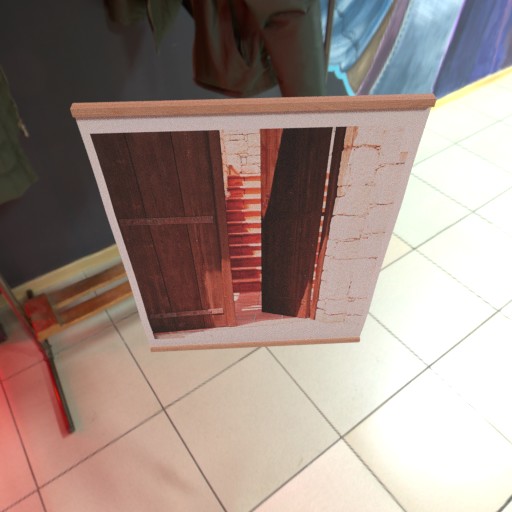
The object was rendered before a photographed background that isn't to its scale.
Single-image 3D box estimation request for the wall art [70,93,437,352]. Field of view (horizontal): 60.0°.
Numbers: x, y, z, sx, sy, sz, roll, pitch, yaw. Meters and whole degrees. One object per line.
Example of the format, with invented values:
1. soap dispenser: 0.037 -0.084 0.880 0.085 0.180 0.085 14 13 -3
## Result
1. wall art: 0.000 0.000 0.680 0.406 0.508 0.013 -2 47 -2
